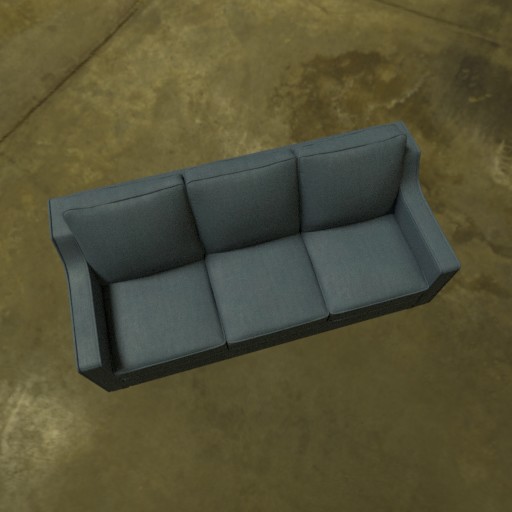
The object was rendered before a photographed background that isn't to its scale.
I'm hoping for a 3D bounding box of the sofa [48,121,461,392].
[{"bbox_3d":[0.000,0.000,2.515,1.986,0.974,0.911,-14,64,-7],"label":"sofa"}]
